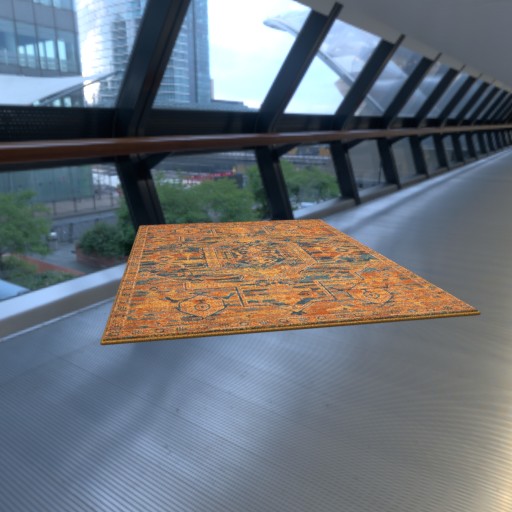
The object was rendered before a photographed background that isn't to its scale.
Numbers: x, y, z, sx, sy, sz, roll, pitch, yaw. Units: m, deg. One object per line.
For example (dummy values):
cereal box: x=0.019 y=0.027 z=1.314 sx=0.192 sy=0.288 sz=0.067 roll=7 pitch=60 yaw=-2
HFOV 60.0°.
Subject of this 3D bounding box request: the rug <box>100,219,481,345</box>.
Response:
rug: x=0.000 y=0.000 z=2.830 sx=1.588 sy=0.024 sz=2.204 roll=-3 pitch=16 yaw=-10
